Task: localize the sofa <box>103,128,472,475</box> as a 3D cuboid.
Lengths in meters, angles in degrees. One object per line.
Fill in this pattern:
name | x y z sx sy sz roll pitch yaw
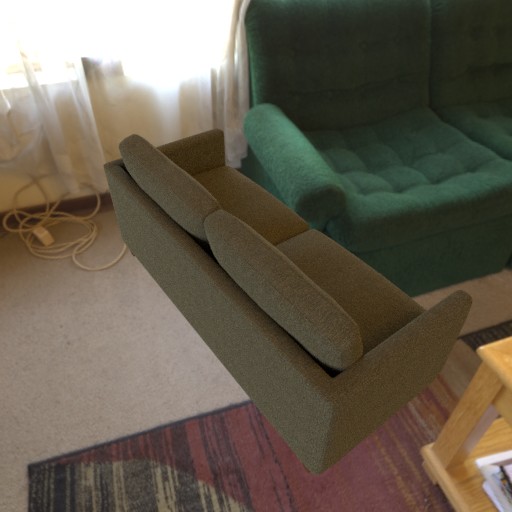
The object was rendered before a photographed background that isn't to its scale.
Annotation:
sofa | 0.000 0.000 2.668 0.948 0.965 2.208 -26 48 -26
